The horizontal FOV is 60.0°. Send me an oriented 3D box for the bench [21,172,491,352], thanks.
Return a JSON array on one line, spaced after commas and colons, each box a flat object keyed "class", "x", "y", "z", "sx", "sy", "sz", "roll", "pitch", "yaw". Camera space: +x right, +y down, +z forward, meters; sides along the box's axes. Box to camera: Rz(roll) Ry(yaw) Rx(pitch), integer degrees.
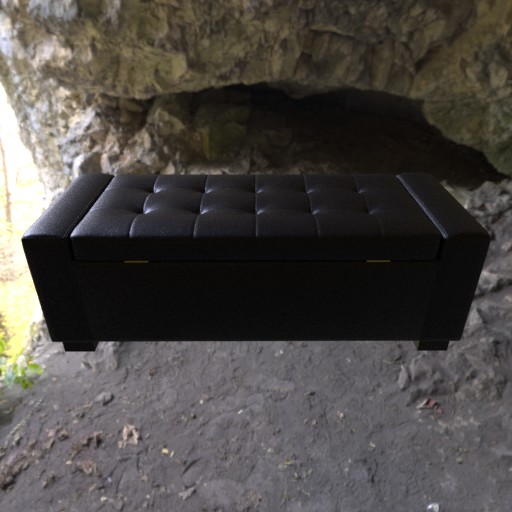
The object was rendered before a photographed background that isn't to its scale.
[{"class": "bench", "x": 0.000, "y": 0.000, "z": 1.523, "sx": 1.296, "sy": 0.445, "sz": 0.508, "roll": 0, "pitch": 31, "yaw": 0}]
